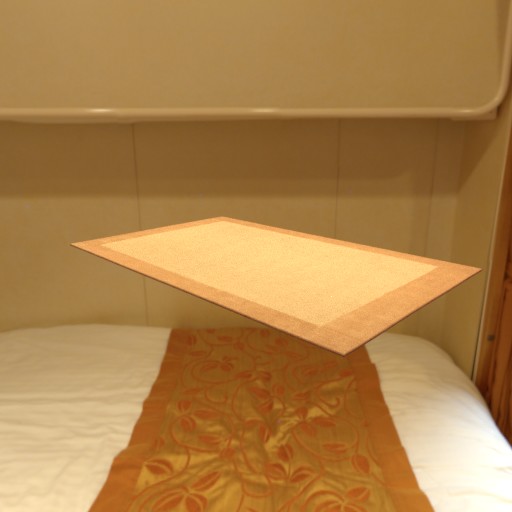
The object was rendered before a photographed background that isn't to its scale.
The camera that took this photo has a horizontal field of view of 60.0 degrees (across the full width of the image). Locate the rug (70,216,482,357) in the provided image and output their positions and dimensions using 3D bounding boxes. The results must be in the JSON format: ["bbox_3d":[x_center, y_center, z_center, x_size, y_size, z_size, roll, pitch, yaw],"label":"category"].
[{"bbox_3d":[0.000,0.000,3.043,2.438,0.014,1.524,15,22,42],"label":"rug"}]
